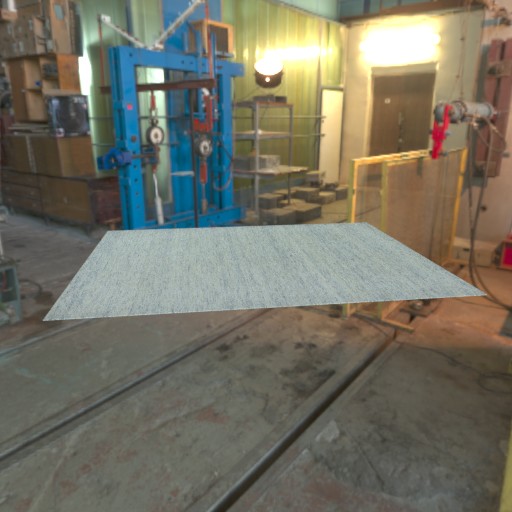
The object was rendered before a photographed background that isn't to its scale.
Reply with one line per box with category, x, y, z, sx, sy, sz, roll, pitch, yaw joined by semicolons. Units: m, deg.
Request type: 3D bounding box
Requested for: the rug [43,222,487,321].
rug;0.000;0.000;4.303;3.197;0.006;2.438;-2;18;-8
